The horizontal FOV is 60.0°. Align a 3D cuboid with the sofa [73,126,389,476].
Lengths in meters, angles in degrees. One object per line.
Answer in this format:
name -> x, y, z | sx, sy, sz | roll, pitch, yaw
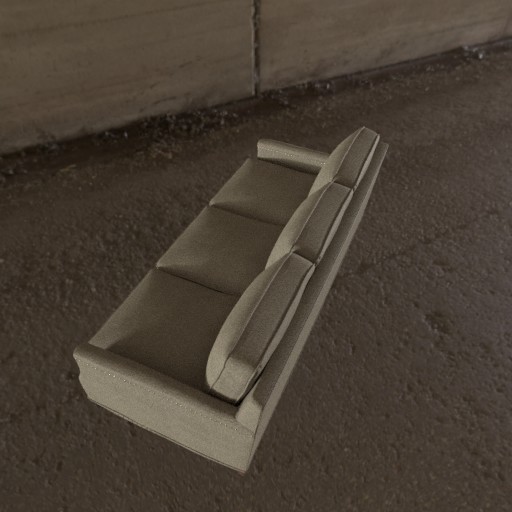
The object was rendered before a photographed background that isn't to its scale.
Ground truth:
sofa -> 0.000, 0.000, 2.809 | 1.084, 1.003, 2.246 | 18, 48, 17
